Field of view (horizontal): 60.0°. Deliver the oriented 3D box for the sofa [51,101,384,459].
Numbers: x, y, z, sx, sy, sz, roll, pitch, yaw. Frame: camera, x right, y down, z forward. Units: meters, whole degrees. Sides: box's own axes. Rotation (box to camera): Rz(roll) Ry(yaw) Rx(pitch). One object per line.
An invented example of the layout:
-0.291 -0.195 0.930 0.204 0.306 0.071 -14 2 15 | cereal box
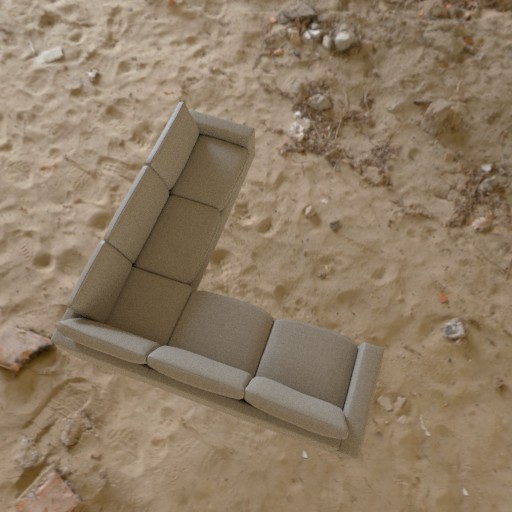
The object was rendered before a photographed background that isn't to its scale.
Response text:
0.000 0.000 4.135 2.622 0.800 2.742 18 66 8 | sofa
